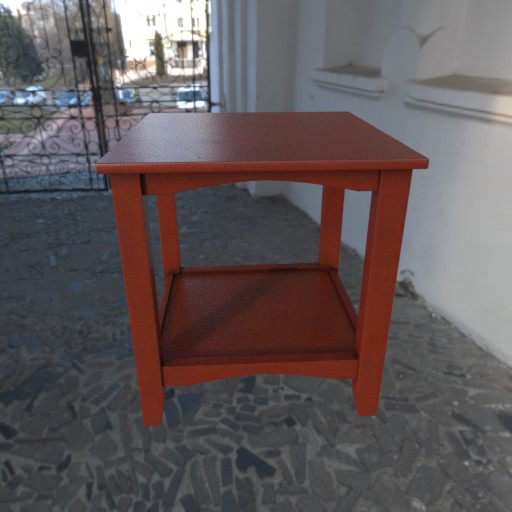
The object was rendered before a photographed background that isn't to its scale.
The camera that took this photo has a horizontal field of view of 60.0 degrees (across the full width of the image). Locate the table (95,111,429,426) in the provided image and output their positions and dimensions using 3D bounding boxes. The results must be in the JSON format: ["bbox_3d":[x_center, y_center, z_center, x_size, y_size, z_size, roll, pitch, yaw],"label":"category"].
[{"bbox_3d":[0.000,0.000,1.008,0.523,0.558,0.522,0,26,-1],"label":"table"}]
